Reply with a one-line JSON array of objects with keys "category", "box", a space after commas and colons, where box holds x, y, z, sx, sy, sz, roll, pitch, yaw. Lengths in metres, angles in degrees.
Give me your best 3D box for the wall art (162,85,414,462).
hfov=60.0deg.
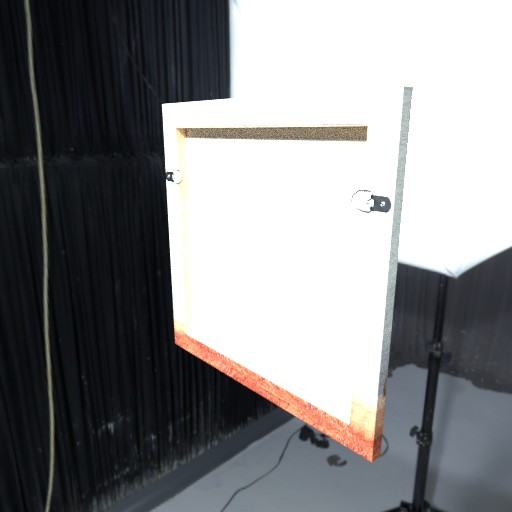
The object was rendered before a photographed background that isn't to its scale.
[{"category": "wall art", "box": [0.000, 0.000, 1.126, 0.042, 0.760, 0.760, -14, 21, -41]}]
